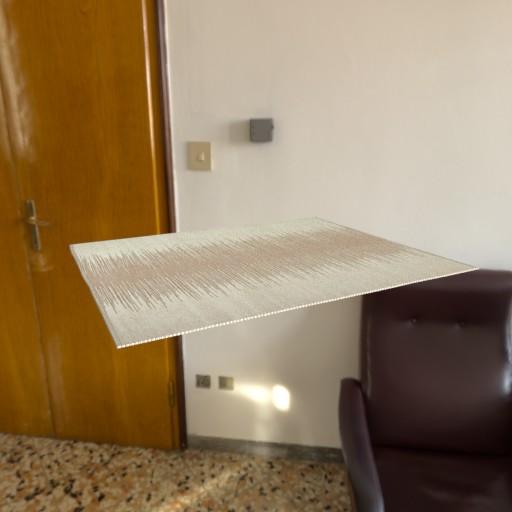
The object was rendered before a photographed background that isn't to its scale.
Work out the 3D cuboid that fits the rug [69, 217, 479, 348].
[{"bbox_3d":[0.000,0.000,4.154,3.048,0.013,2.438,-9,19,-26],"label":"rug"}]
